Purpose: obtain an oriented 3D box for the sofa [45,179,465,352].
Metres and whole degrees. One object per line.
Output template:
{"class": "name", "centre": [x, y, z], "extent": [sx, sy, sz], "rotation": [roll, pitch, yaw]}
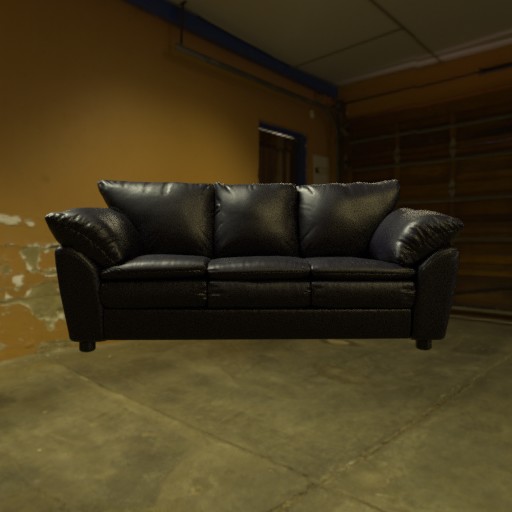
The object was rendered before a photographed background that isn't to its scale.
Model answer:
{"class": "sofa", "centre": [0.000, 0.000, 2.850], "extent": [2.336, 1.073, 0.880], "rotation": [0, 1, -1]}
